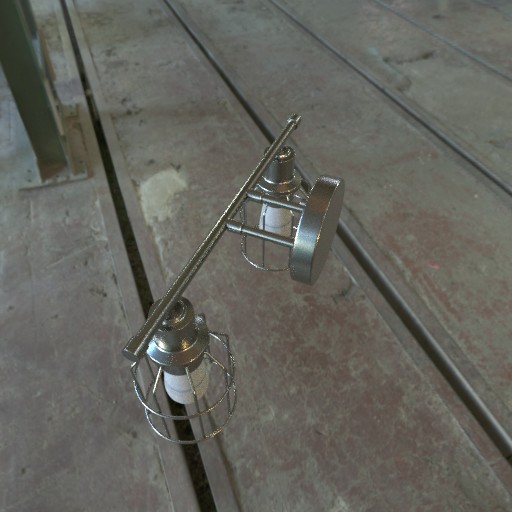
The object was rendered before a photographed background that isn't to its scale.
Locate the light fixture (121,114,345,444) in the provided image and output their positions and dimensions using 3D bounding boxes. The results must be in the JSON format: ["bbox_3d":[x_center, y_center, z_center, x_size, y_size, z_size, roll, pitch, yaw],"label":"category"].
[{"bbox_3d":[0.000,0.000,0.536,0.165,0.254,0.406,17,49,15],"label":"light fixture"}]
